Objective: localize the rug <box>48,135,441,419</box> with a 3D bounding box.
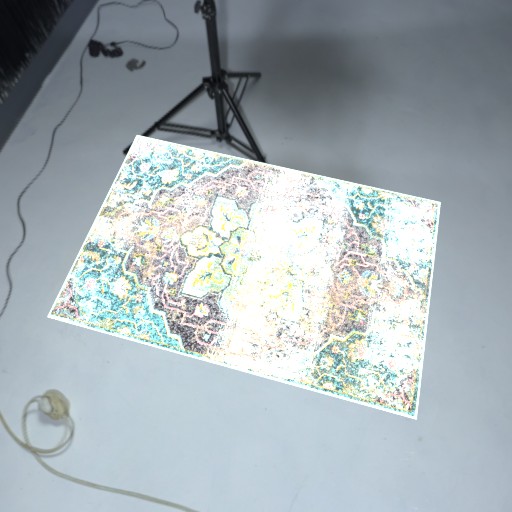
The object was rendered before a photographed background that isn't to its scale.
[{"bbox_3d":[0.000,0.000,3.004,2.363,0.004,1.566,15,66,7],"label":"rug"}]
